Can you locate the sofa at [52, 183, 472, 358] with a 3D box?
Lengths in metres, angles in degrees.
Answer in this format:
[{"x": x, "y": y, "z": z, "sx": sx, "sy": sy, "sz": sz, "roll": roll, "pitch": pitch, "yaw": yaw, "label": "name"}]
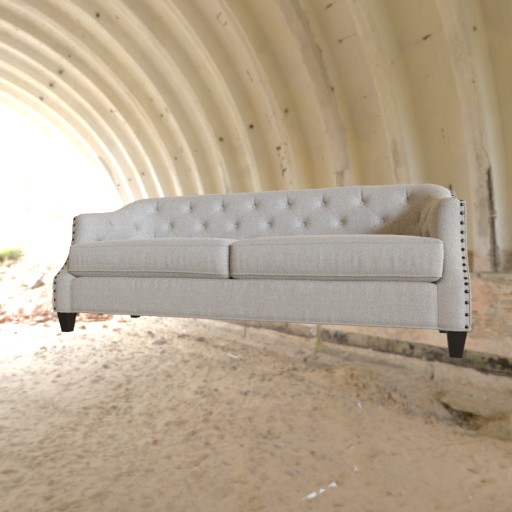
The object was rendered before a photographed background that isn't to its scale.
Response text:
[{"x": 0.000, "y": 0.000, "z": 2.653, "sx": 2.235, "sy": 0.901, "sz": 0.914, "roll": 0, "pitch": -1, "yaw": 19, "label": "sofa"}]
